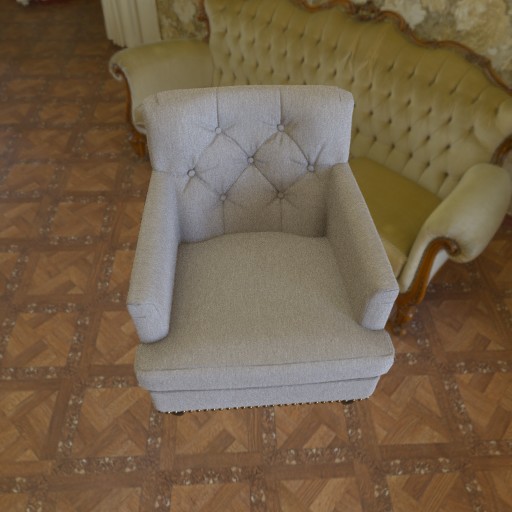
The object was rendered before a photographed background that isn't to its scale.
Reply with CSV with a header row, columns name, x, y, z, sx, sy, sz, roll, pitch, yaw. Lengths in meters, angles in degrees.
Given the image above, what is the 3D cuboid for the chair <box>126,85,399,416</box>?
name,x,y,z,sx,sy,sz,roll,pitch,yaw
chair,0.000,0.000,1.520,0.737,0.823,0.902,-3,46,-3
